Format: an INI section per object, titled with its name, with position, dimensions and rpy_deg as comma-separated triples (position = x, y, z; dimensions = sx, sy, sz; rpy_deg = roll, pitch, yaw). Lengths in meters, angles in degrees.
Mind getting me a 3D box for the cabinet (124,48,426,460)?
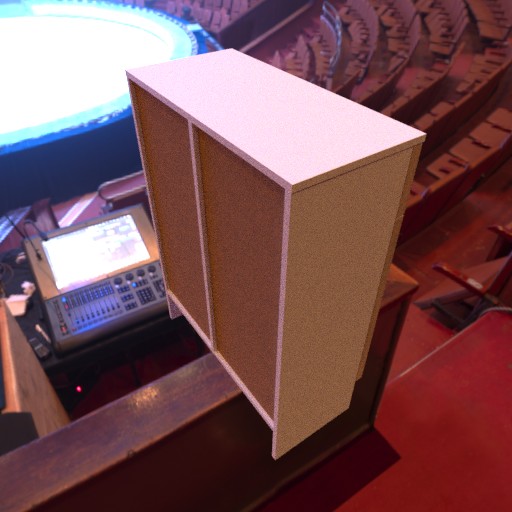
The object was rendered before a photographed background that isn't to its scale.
[cabinet]
position = 0.000, 0.000, 1.126
dimensions = 0.296, 0.815, 0.600
rpy_deg = -24, 46, -26
